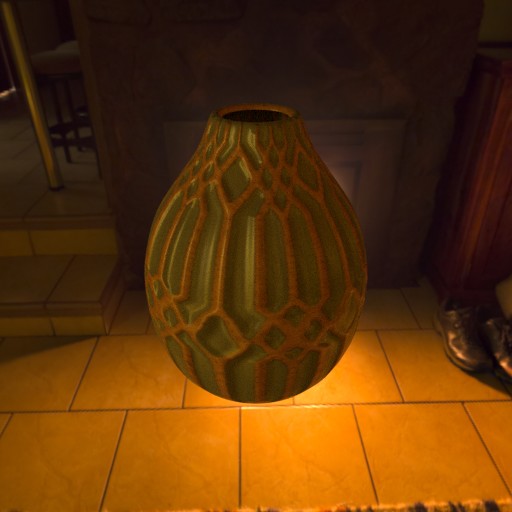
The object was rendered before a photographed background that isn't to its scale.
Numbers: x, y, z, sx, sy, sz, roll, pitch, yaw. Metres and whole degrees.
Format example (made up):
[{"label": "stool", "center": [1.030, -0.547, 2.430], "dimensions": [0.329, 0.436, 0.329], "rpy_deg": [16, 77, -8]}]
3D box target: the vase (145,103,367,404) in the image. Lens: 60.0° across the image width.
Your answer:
[{"label": "vase", "center": [0.000, 0.000, 0.138], "dimensions": [0.069, 0.088, 0.069], "rpy_deg": [0, 31, 0]}]
